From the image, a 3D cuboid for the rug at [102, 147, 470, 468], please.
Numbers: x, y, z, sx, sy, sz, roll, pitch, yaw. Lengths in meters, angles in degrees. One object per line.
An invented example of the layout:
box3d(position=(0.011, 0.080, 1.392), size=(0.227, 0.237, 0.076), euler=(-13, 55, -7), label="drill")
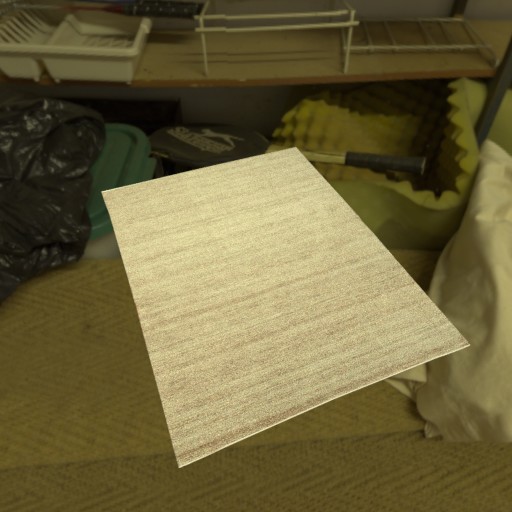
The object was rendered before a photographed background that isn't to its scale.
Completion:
box3d(position=(0.000, 0.000, 4.266), size=(2.434, 0.045, 3.202), euler=(-16, 48, -15), label="rug")
